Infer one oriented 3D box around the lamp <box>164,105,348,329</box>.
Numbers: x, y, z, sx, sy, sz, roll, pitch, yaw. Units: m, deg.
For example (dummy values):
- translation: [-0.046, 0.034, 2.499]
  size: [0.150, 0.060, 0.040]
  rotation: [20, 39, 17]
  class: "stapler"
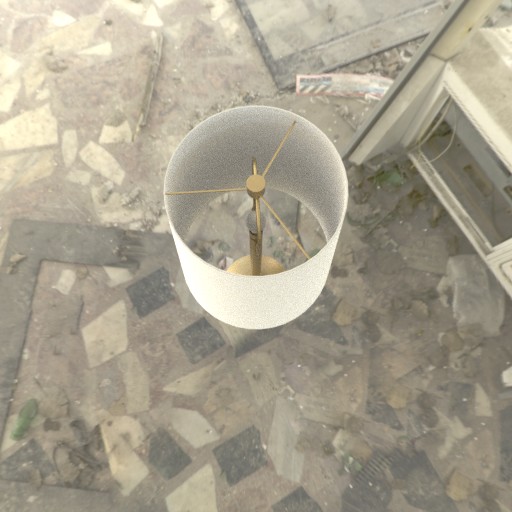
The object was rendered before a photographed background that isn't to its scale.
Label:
- translation: [0.000, 0.000, 0.698]
  size: [0.231, 0.569, 0.231]
  rotation: [0, 76, 0]
  class: "lamp"
